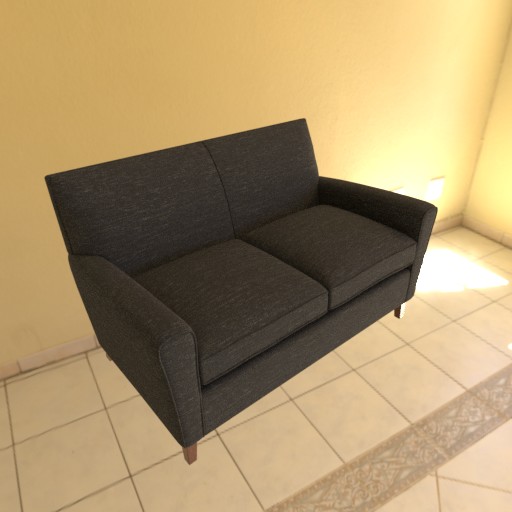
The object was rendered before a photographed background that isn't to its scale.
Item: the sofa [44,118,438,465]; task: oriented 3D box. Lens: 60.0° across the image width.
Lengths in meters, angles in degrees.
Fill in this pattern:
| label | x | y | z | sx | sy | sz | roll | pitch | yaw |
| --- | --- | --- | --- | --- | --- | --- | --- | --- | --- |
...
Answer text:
| label | x | y | z | sx | sy | sz | roll | pitch | yaw |
| --- | --- | --- | --- | --- | --- | --- | --- | --- | --- |
| sofa | 0.000 | 0.000 | 1.952 | 1.420 | 0.846 | 0.875 | -23 | 38 | -34 |
